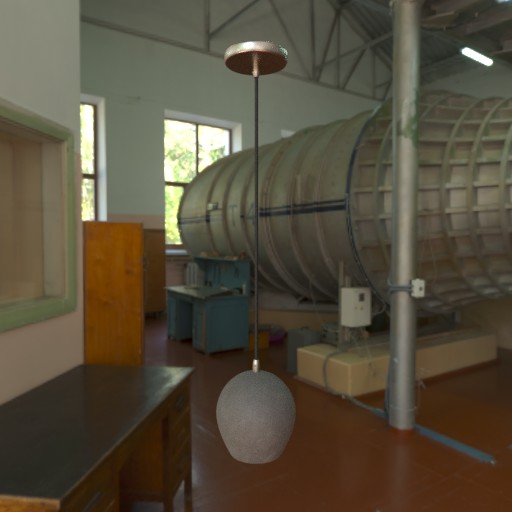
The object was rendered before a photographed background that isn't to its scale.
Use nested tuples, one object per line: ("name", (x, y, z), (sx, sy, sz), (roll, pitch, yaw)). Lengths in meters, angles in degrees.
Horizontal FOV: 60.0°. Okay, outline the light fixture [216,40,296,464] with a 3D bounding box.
("light fixture", (0.000, 0.000, 0.849), (0.153, 0.760, 0.153), (0, 2, 0))
